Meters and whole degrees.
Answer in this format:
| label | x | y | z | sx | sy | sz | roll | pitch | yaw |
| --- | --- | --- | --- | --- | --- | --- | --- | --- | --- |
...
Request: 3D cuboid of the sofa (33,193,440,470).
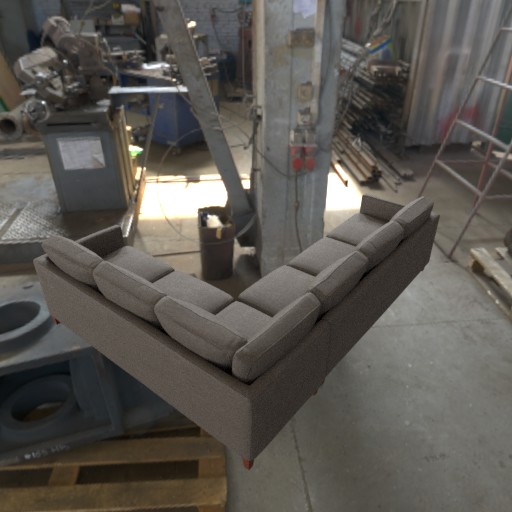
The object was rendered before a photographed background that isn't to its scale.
| label | x | y | z | sx | sy | sz | roll | pitch | yaw |
| --- | --- | --- | --- | --- | --- | --- | --- | --- | --- |
| sofa | 0.000 | 0.000 | 4.514 | 2.593 | 0.947 | 3.302 | 23 | 38 | 32 |
